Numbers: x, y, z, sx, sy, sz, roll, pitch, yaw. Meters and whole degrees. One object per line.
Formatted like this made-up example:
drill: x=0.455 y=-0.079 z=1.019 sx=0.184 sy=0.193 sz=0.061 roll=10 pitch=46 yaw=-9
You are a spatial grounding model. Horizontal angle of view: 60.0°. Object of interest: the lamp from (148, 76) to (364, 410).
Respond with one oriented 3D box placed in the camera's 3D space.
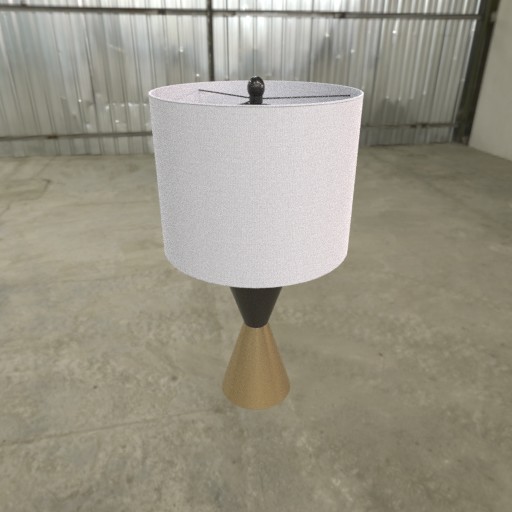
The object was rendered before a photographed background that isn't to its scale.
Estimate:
lamp: x=0.000 y=0.000 z=0.759 sx=0.304 sy=0.573 sz=0.304 roll=8 pitch=28 yaw=16
